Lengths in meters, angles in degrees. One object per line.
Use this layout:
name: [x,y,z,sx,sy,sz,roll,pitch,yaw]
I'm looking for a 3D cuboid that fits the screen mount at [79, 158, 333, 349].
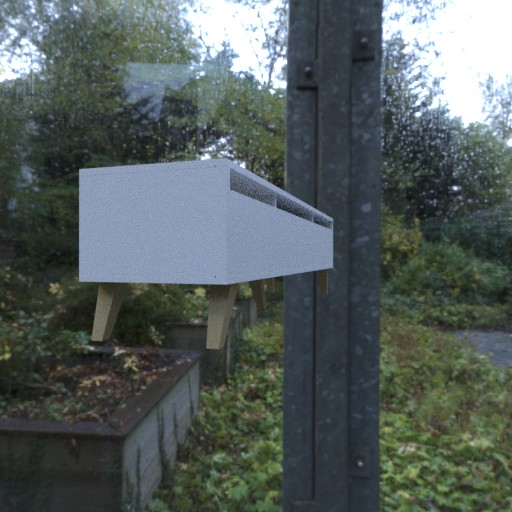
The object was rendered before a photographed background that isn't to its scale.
screen mount: [0.000,0.000,1.832,0.399,0.432,1.644,0,0,18]
